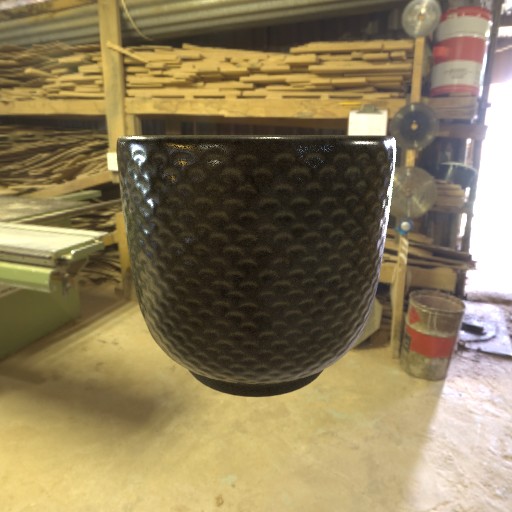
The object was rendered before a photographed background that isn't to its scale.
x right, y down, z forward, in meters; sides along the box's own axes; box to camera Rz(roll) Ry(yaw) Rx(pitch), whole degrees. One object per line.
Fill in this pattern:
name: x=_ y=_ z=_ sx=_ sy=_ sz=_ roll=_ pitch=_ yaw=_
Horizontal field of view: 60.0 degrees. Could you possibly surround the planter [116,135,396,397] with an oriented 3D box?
planter: x=0.000 y=0.000 z=0.246 sx=0.140 sy=0.129 sz=0.140 roll=0 pitch=15 yaw=0
